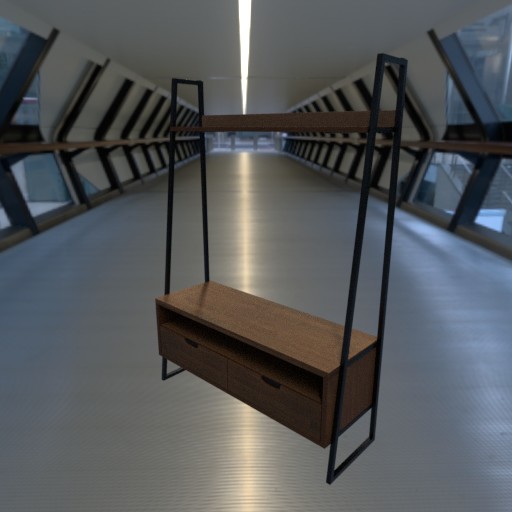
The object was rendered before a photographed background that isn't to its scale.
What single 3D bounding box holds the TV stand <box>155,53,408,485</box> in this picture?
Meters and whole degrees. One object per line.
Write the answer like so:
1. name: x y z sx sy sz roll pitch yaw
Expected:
1. TV stand: 0.000 0.000 2.250 1.250 1.772 0.432 14 22 41
